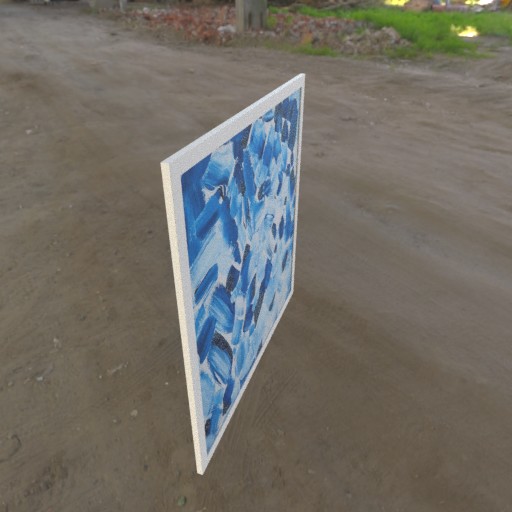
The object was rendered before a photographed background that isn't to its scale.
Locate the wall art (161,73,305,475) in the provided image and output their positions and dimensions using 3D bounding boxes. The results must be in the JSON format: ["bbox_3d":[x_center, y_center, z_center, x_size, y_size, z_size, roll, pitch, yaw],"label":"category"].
[{"bbox_3d":[0.000,0.000,1.220,0.015,0.812,0.812,11,34,17],"label":"wall art"}]
